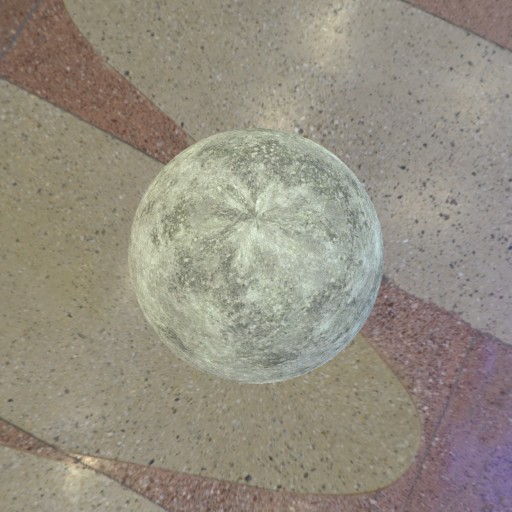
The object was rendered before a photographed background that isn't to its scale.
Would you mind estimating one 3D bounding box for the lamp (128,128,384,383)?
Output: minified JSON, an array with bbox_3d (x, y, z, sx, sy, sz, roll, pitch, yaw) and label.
[{"bbox_3d":[0.000,0.000,0.762,0.422,0.429,0.422,0,77,0],"label":"lamp"}]
